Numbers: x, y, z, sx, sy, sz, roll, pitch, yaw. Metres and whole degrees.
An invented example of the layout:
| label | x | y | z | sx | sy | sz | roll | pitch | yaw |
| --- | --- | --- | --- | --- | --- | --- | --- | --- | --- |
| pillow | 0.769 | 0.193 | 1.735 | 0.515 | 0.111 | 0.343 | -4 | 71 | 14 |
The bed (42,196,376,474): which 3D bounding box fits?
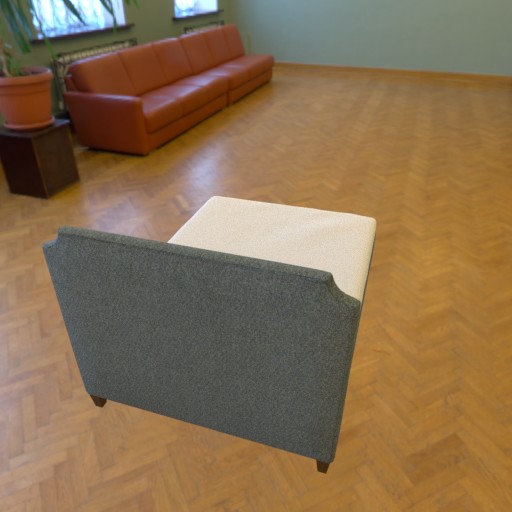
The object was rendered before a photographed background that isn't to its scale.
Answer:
| label | x | y | z | sx | sy | sz | roll | pitch | yaw |
| --- | --- | --- | --- | --- | --- | --- | --- | --- | --- |
| bed | 0.000 | 0.000 | 3.415 | 1.712 | 1.443 | 2.372 | 10 | 34 | 15 |
